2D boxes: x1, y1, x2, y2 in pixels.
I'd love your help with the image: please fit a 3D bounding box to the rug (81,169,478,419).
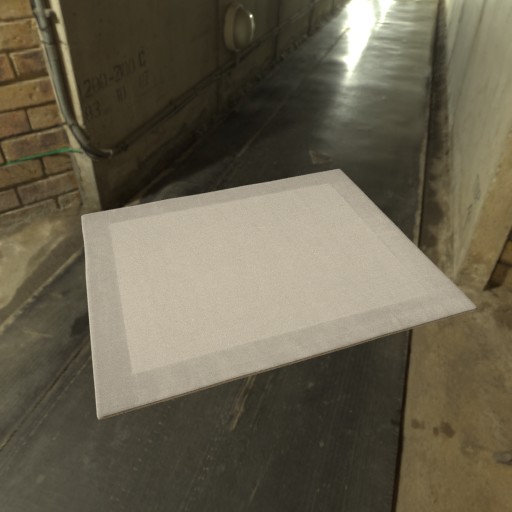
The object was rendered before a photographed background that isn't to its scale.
[{"bbox_3d":[0.000,0.000,4.069,2.976,0.018,2.430,-12,41,-15],"label":"rug"}]
